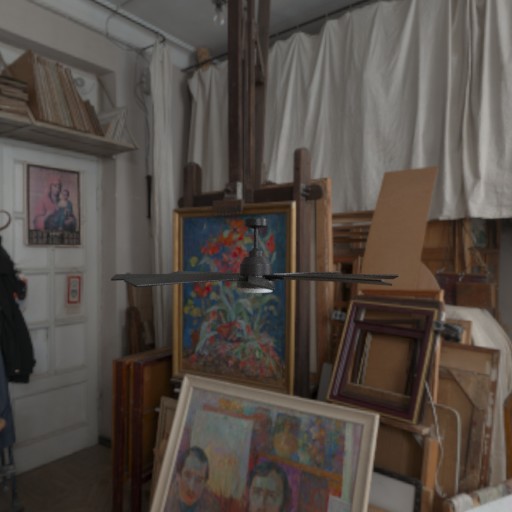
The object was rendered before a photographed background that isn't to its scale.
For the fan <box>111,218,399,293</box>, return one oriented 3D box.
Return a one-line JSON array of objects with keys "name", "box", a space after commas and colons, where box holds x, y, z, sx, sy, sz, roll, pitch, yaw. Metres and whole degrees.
[{"name": "fan", "box": [0.000, 0.000, 2.864, 1.830, 0.472, 1.830, 0, 0, -2]}]
